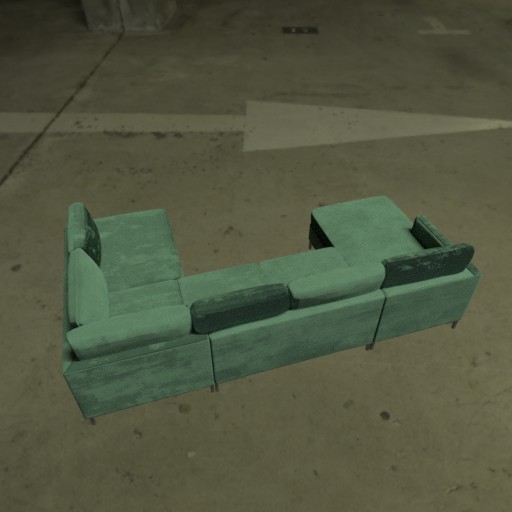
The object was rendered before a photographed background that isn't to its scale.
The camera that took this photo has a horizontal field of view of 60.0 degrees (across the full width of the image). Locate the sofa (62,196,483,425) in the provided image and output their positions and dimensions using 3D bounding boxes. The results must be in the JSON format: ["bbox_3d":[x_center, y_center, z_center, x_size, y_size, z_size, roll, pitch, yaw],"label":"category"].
[{"bbox_3d":[0.000,0.000,4.256,3.434,0.992,2.055,-12,43,-13],"label":"sofa"}]
